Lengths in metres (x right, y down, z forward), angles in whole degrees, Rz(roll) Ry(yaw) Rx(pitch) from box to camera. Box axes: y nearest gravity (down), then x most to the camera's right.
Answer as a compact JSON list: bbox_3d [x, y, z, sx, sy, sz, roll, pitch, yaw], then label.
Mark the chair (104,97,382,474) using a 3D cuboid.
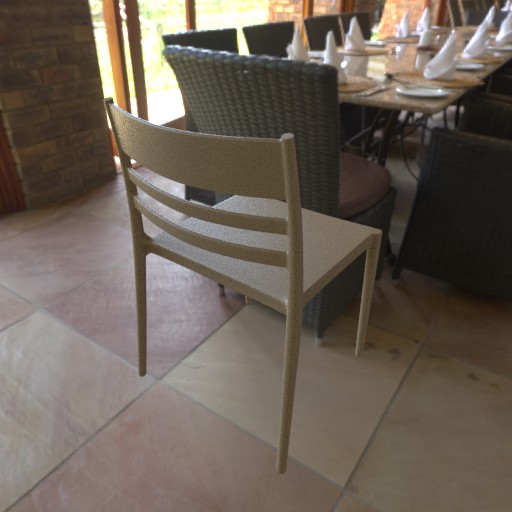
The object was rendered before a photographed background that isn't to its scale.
[{"bbox_3d":[0.000,0.000,1.149,0.531,0.800,0.511,22,37,32],"label":"chair"}]
